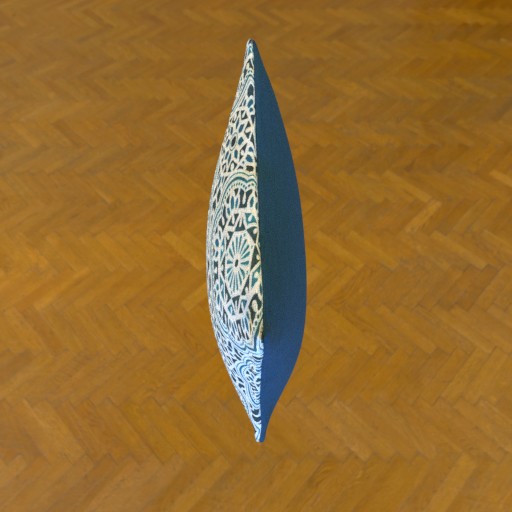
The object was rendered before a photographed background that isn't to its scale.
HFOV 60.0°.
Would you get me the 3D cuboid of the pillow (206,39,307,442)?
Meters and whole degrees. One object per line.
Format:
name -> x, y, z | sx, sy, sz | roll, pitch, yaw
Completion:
pillow -> 0.000, 0.000, 0.648 | 0.145, 0.420, 0.440 | -1, 57, -1
